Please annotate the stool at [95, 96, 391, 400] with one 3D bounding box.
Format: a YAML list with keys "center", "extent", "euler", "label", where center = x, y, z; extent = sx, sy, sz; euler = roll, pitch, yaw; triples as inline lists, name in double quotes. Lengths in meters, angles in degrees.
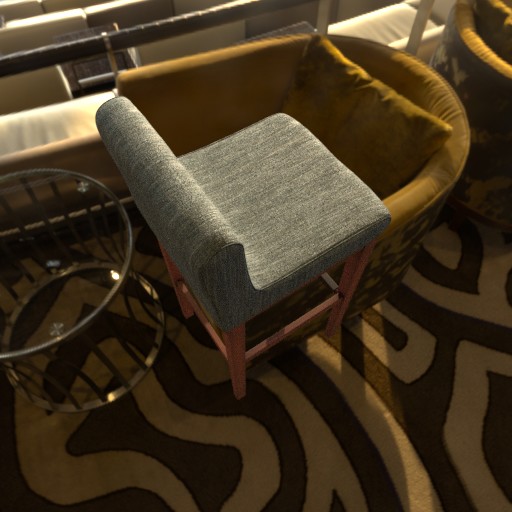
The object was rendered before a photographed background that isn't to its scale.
- center: [0.000, 0.000, 1.228]
  extent: [0.499, 0.965, 0.426]
  euler: [-30, 62, -17]
  label: "stool"
